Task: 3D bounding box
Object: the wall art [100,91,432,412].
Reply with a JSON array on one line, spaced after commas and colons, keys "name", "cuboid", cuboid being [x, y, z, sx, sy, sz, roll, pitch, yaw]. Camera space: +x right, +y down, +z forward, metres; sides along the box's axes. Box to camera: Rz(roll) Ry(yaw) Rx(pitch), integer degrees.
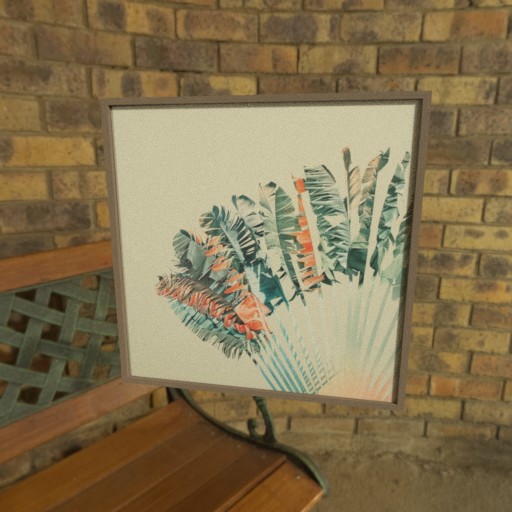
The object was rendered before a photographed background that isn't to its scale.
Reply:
[{"name": "wall art", "cuboid": [0.000, 0.000, 1.109, 0.761, 0.758, 0.038, 3, 14, 11]}]
